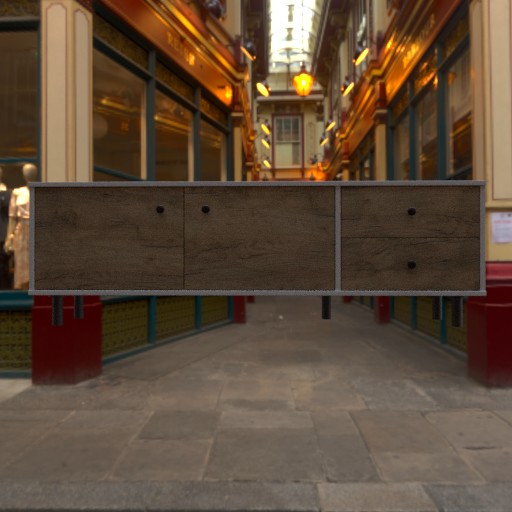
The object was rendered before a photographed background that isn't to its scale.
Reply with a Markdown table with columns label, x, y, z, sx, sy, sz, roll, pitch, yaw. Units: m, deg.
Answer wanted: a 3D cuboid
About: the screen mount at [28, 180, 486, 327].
| label | x | y | z | sx | sy | sz | roll | pitch | yaw |
| --- | --- | --- | --- | --- | --- | --- | --- | --- | --- |
| screen mount | 0.000 | 0.000 | 1.739 | 1.600 | 0.520 | 0.418 | 0 | 0 | 1 |
